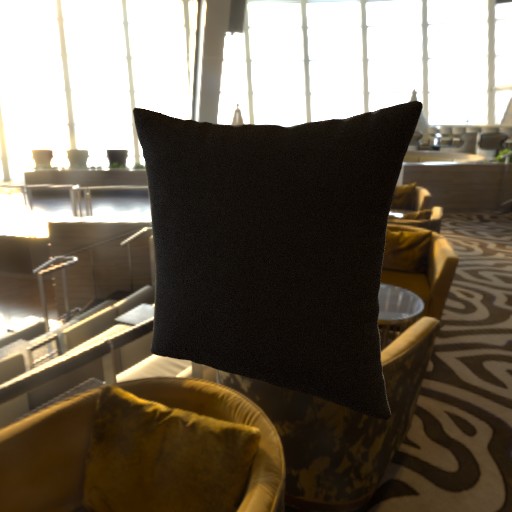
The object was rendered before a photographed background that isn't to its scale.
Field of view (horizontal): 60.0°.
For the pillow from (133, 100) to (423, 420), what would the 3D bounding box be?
[{"bbox_3d":[0.000,0.000,0.786,0.511,0.509,0.161,8,18,26],"label":"pillow"}]
